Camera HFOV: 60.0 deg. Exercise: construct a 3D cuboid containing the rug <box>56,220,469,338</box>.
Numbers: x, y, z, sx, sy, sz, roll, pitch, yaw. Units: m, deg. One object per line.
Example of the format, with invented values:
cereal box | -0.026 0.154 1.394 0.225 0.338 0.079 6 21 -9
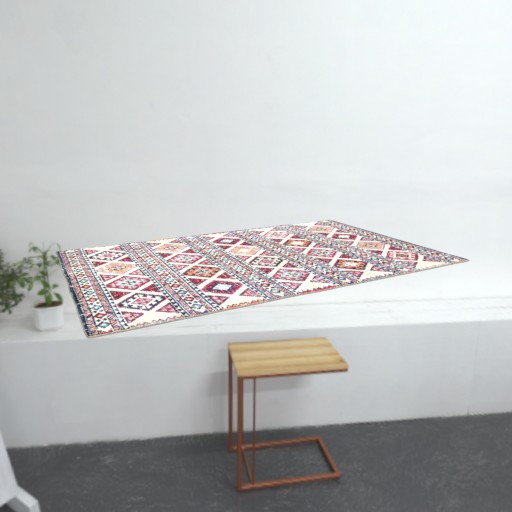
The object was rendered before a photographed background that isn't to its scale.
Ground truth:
rug | 0.000 0.000 3.069 2.440 0.010 1.545 -8 18 -27
